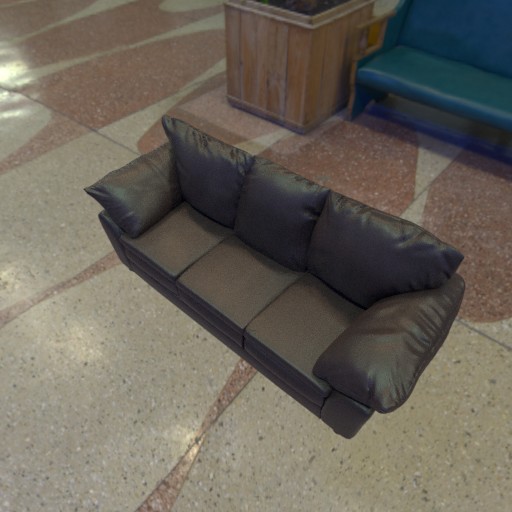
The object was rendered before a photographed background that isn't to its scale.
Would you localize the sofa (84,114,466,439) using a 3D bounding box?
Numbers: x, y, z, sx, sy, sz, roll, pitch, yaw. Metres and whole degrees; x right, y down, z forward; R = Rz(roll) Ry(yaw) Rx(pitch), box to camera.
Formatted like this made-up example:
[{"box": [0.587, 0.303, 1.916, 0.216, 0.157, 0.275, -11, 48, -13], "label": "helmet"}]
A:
[{"box": [0.000, 0.000, 2.808, 2.390, 1.091, 0.907, 32, 53, 28], "label": "sofa"}]
